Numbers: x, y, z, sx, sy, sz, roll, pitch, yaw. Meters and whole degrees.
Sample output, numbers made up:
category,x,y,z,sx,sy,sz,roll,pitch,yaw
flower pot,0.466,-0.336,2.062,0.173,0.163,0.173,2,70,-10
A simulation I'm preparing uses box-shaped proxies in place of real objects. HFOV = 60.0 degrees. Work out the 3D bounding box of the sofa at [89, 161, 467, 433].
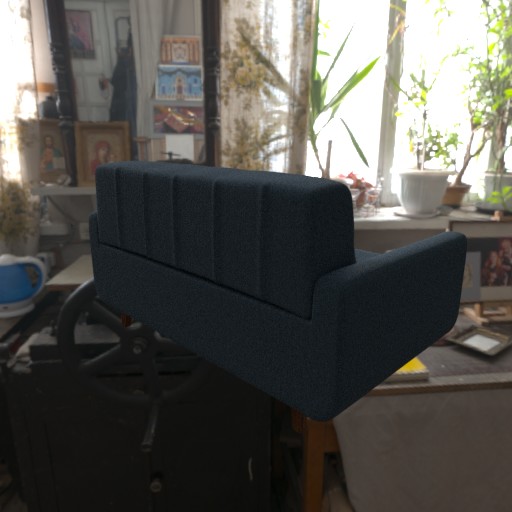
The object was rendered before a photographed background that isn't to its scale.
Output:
category,x,y,z,sx,sy,sz,roll,pitch,yaw
sofa,0.000,0.000,2.173,0.942,0.896,1.651,-15,22,-43
